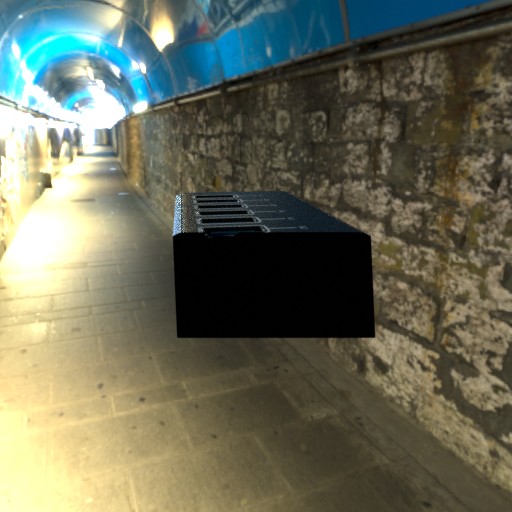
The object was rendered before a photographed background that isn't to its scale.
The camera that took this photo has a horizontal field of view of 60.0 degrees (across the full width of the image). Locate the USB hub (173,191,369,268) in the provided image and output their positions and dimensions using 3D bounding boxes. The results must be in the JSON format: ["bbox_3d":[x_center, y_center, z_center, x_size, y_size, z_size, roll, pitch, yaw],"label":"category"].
[{"bbox_3d":[0.000,0.000,0.124,0.044,0.023,0.110,-2,15,-9],"label":"USB hub"}]
